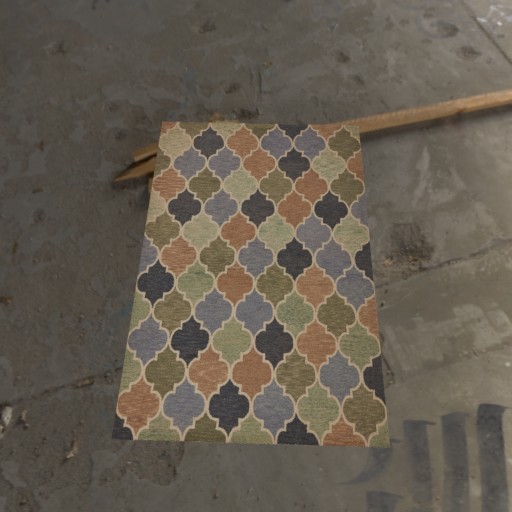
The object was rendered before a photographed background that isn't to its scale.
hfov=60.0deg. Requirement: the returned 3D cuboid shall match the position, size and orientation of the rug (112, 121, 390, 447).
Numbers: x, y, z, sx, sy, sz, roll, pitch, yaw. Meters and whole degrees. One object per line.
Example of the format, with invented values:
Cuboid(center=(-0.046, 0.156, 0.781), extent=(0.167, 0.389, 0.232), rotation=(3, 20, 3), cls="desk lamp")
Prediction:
Cuboid(center=(0.000, 0.000, 2.343), extent=(1.216, 0.006, 1.828), rotation=(1, 64, 1), cls="rug")
